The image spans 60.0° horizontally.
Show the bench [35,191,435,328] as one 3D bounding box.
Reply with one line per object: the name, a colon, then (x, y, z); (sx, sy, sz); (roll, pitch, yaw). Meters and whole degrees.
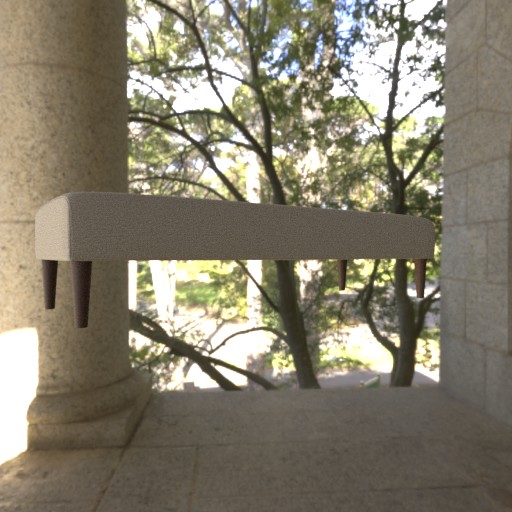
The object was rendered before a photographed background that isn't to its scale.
bench: (0.000, 0.000, 1.863); (1.609, 0.393, 0.646); (0, 0, -34)
